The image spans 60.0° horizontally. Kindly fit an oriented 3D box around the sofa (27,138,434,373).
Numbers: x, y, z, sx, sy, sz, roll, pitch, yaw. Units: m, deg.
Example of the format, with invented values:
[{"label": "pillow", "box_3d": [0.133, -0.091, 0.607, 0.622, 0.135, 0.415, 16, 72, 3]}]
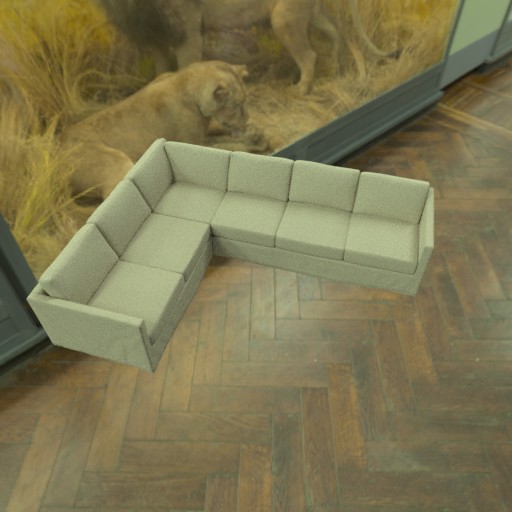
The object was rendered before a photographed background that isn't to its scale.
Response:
[{"label": "sofa", "box_3d": [0.000, 0.000, 4.254, 3.182, 0.871, 2.432, 11, 47, 11]}]
